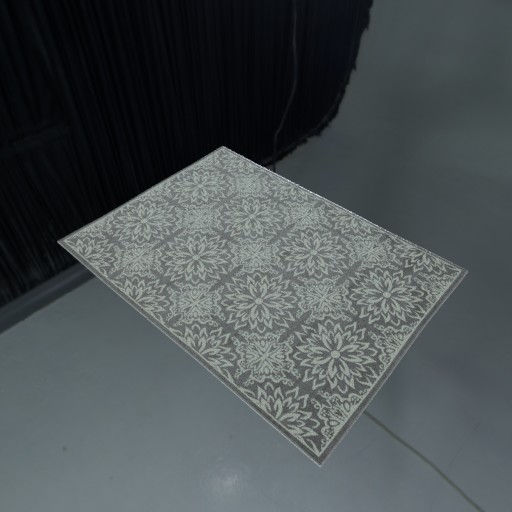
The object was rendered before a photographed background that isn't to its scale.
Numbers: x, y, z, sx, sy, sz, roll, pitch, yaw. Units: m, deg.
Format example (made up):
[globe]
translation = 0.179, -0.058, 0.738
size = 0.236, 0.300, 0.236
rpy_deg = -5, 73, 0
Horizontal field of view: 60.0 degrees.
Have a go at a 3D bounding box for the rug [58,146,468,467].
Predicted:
[rug]
translation = 0.000, 0.000, 2.934
size = 2.213, 0.014, 1.608
rpy_deg = 33, 54, 28
